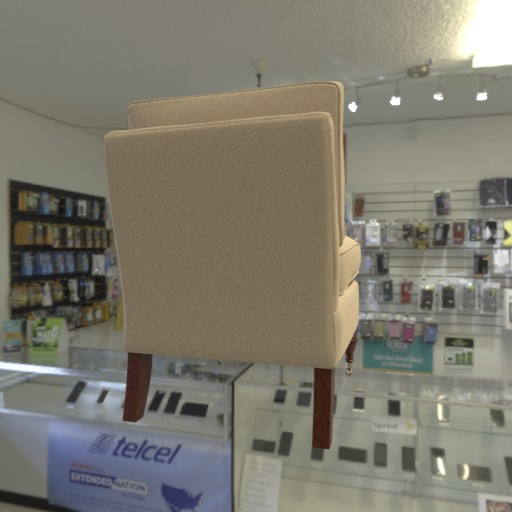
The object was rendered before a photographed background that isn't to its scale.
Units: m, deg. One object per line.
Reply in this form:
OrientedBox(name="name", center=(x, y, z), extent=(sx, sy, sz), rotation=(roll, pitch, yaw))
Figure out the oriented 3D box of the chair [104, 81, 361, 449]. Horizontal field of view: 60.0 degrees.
OrientedBox(name="chair", center=(0.000, 0.000, 1.664), extent=(0.724, 1.052, 0.912), rotation=(0, 1, 18))
